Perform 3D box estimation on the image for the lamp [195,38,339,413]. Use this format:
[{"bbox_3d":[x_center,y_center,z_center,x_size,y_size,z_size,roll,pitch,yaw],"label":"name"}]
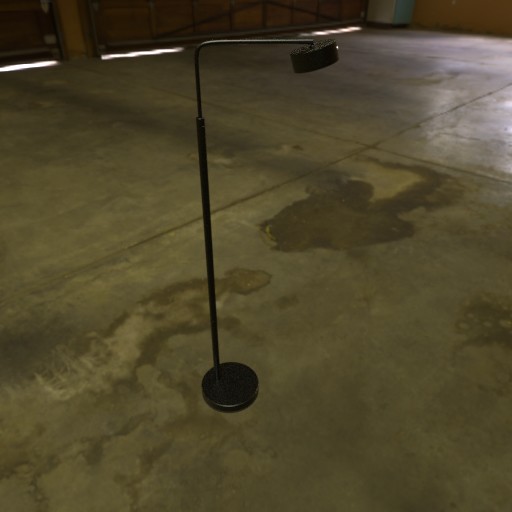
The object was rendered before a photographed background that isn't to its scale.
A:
[{"bbox_3d":[0.000,0.000,1.396,0.418,1.230,0.219,0,32,0],"label":"lamp"}]
